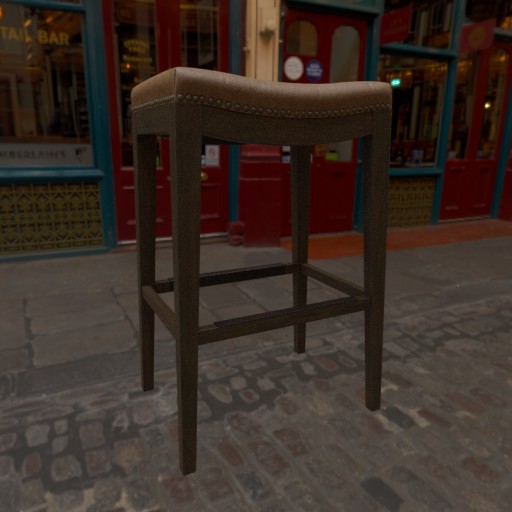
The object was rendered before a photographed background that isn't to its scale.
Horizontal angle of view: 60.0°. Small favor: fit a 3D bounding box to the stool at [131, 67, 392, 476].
[{"bbox_3d":[0.000,0.000,1.037,0.500,0.759,0.361,-7,16,-26],"label":"stool"}]
